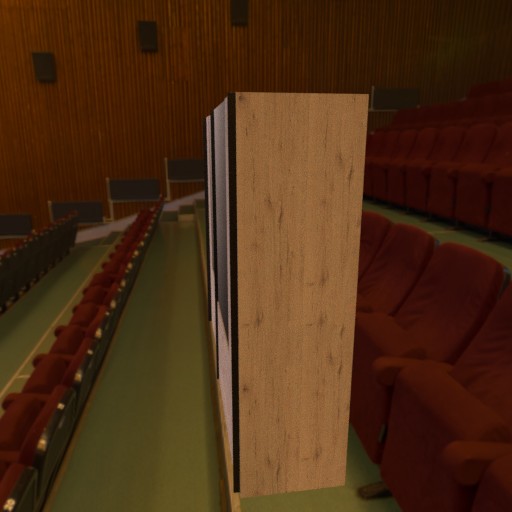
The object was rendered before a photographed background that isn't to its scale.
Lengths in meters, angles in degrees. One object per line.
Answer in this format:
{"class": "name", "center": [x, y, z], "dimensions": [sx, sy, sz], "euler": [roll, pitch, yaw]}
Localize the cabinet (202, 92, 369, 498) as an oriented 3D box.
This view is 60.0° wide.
{"class": "cabinet", "center": [0.000, 0.000, 3.484], "dimensions": [0.660, 2.180, 2.500], "euler": [-2, 15, -9]}
